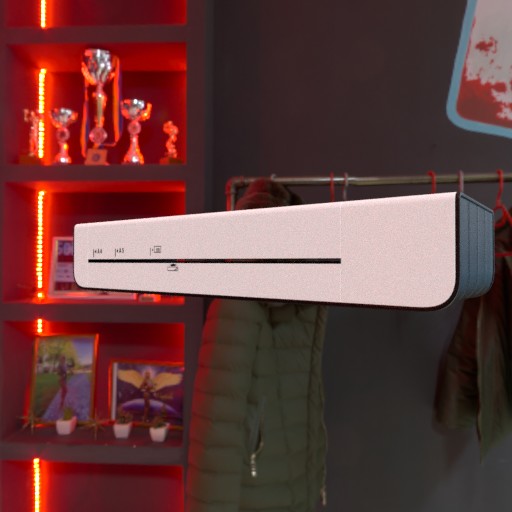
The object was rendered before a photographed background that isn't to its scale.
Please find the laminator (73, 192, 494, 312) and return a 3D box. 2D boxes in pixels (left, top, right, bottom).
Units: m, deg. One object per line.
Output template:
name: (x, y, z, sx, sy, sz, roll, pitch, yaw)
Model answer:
laminator: (0.000, 0.000, 0.370, 0.340, 0.062, 0.123, 0, -1, 36)
